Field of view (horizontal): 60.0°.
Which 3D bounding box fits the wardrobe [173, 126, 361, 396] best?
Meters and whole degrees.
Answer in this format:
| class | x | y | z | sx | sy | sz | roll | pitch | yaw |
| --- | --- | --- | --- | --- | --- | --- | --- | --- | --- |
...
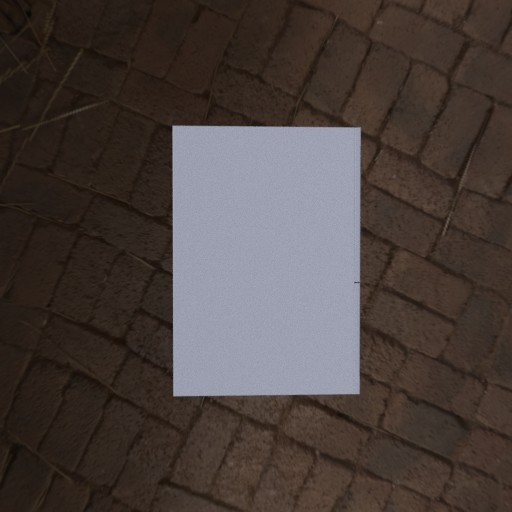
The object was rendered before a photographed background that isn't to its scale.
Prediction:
| class | x | y | z | sx | sy | sz | roll | pitch | yaw |
| --- | --- | --- | --- | --- | --- | --- | --- | --- | --- |
| wardrobe | 0.000 | 0.000 | 2.439 | 0.600 | 2.040 | 0.860 | 0 | 91 | -2 |
